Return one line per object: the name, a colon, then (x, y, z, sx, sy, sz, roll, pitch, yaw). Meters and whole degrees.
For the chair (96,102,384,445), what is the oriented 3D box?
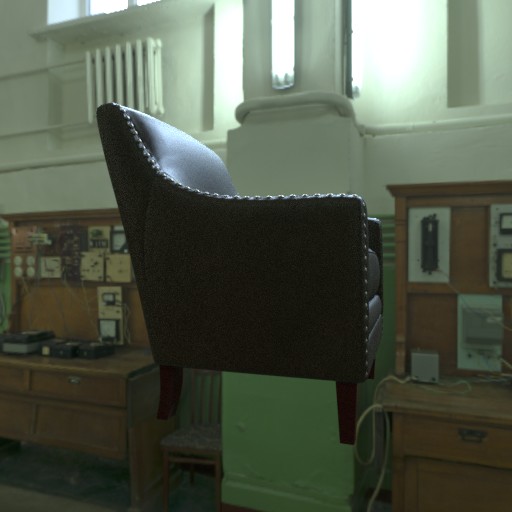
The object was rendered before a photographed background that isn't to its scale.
chair: (0.000, 0.000, 1.327, 0.704, 0.813, 0.639, 0, 0, 19)
